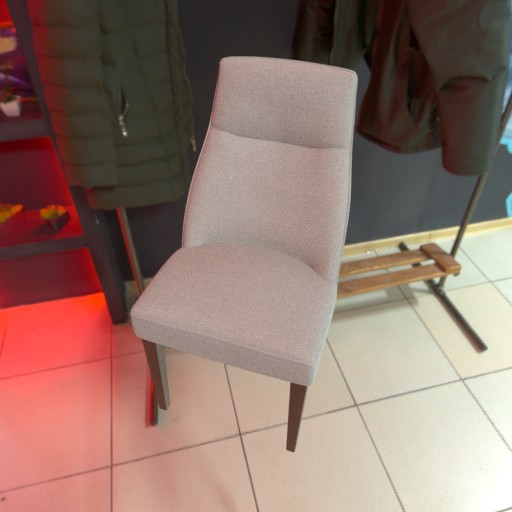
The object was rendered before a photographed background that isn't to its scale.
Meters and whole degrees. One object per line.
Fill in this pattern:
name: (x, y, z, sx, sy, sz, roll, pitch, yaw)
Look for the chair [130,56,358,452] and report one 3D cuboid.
chair: (0.000, 0.000, 1.287, 0.500, 0.930, 0.620, 13, 44, 14)
